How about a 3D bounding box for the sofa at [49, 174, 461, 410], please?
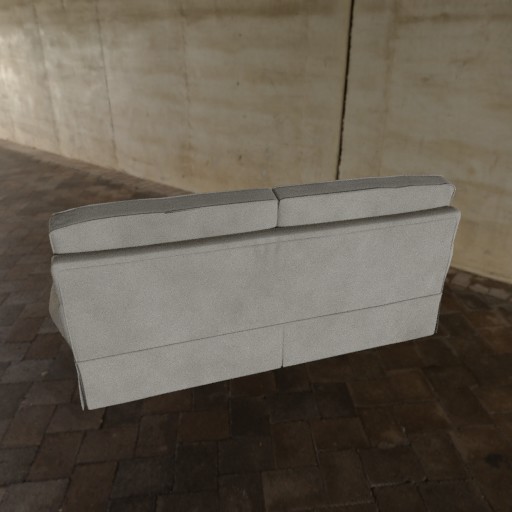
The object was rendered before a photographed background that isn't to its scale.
[{"bbox_3d":[0.000,0.000,2.662,2.246,1.014,0.900,-8,27,-16],"label":"sofa"}]
